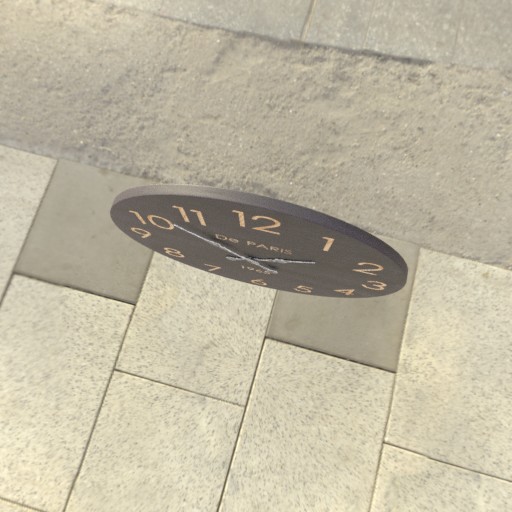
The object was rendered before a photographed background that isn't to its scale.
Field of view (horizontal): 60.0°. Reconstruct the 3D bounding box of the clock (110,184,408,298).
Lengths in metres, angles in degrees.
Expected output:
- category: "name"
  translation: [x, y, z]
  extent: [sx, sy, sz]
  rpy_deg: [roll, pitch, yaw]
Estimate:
- category: "clock"
  translation: [0.000, 0.000, 0.914]
  extent: [0.595, 0.595, 0.029]
  rpy_deg: [13, 76, 3]
